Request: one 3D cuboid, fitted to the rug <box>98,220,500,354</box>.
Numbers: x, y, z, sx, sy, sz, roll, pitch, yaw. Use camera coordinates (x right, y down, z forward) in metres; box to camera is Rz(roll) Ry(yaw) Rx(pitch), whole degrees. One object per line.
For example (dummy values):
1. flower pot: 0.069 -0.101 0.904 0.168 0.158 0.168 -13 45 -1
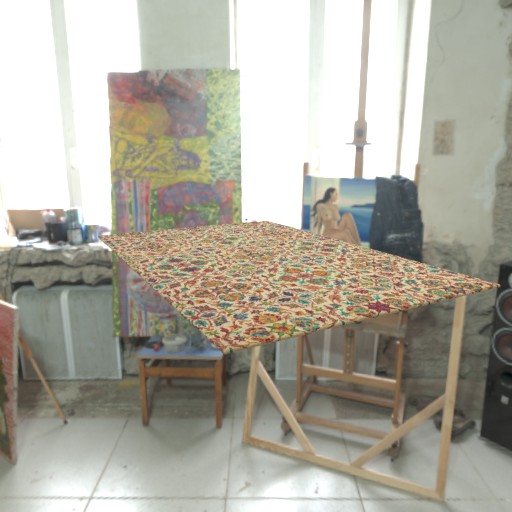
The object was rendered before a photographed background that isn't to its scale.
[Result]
1. rug: 0.000 0.000 2.266 1.226 0.013 1.838 -8 16 -28
